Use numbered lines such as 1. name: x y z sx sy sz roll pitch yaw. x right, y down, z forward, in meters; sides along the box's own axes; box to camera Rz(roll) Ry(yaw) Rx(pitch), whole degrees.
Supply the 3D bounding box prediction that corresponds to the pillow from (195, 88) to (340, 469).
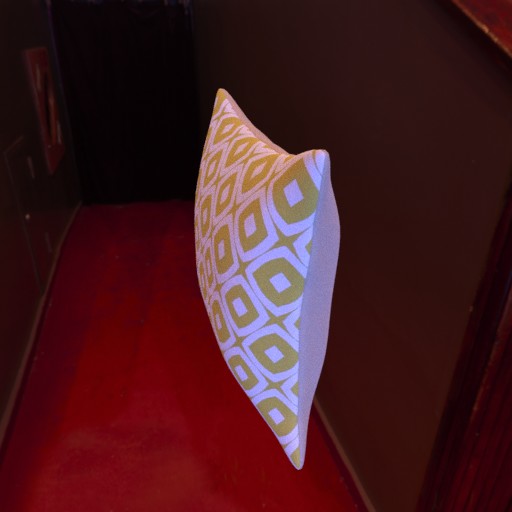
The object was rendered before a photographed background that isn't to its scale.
1. pillow: 0.000 0.000 0.774 0.188 0.494 0.504 -8 29 -14
